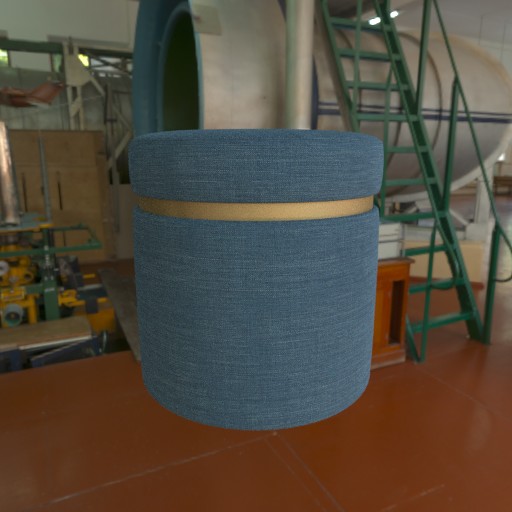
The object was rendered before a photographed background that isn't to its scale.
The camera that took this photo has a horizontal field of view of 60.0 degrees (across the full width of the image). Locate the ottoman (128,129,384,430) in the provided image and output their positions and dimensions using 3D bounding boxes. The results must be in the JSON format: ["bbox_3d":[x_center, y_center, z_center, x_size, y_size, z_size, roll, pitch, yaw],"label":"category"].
[{"bbox_3d":[0.000,0.000,0.750,0.398,0.406,0.398,0,13,0],"label":"ottoman"}]
